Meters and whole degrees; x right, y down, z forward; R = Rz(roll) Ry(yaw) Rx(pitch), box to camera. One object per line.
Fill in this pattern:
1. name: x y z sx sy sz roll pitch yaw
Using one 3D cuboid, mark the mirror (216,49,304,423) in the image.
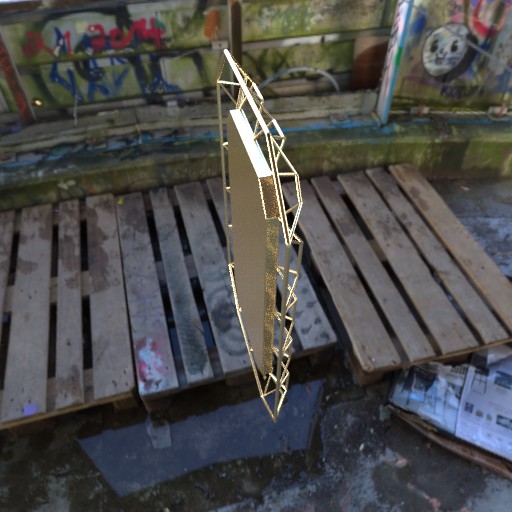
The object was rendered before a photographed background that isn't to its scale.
1. mirror: 0.000 0.000 1.087 0.051 0.870 0.572 -10 47 -10
